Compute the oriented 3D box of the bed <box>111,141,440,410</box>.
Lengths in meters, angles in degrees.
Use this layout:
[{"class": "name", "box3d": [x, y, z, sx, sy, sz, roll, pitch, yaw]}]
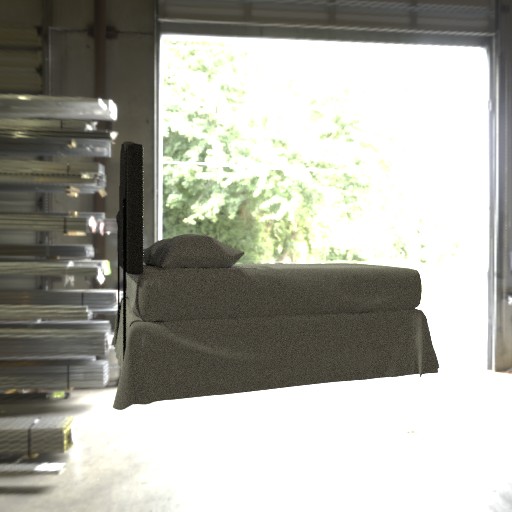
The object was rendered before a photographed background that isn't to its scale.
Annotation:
[{"class": "bed", "box3d": [0.000, 0.000, 3.575, 2.221, 1.645, 1.876, 0, 0, -18]}]
